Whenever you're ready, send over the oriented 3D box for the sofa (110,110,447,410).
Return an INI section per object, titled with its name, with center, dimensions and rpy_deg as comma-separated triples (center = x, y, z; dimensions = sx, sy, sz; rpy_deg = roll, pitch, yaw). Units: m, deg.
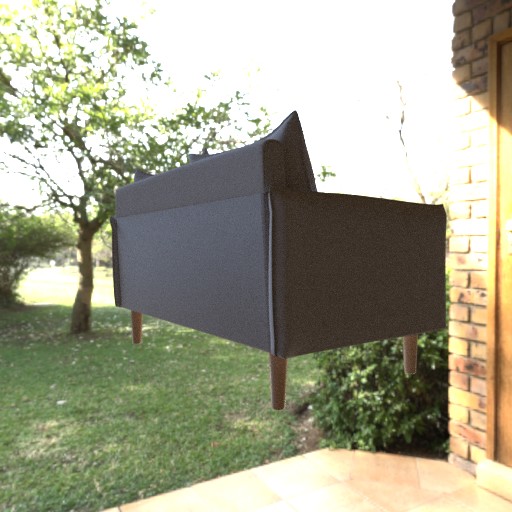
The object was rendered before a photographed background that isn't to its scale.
[sofa]
center = 0.000, 0.000, 1.850
dimensions = 0.820, 0.840, 1.300
rpy_deg = -1, 1, -36
